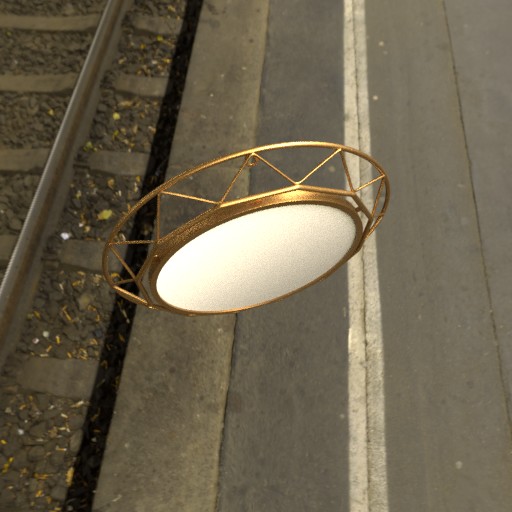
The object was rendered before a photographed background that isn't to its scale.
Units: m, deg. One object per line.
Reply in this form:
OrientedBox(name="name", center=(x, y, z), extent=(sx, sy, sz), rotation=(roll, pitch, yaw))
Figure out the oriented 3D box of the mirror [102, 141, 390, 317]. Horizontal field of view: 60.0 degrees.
OrientedBox(name="mirror", center=(0.000, 0.000, 0.692), extent=(0.454, 0.454, 0.043), rotation=(-15, 63, -8))
